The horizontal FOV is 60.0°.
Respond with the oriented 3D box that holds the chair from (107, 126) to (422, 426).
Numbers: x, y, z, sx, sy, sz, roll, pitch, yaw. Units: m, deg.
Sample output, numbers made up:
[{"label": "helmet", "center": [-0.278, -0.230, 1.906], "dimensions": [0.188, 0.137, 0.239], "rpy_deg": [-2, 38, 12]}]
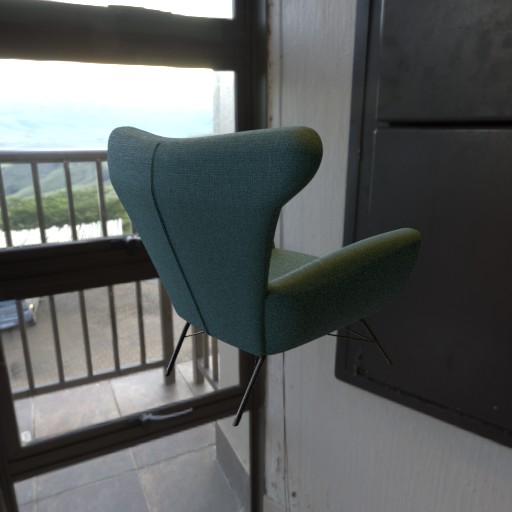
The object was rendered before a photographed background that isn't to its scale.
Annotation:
[{"label": "chair", "center": [0.000, 0.000, 1.742], "dimensions": [0.900, 0.980, 1.050], "rpy_deg": [-15, 22, -42]}]
